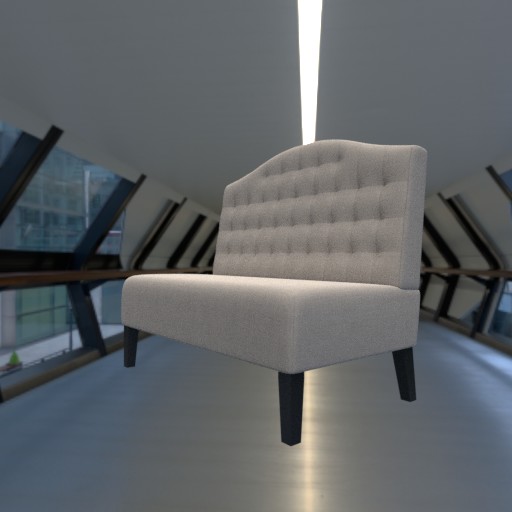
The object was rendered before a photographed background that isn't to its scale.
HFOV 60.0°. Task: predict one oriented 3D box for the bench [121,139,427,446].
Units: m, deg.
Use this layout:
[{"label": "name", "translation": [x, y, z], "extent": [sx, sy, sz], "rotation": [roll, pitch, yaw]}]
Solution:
[{"label": "bench", "translation": [0.000, 0.000, 2.114], "extent": [0.815, 1.180, 1.335], "rotation": [0, 0, -39]}]
